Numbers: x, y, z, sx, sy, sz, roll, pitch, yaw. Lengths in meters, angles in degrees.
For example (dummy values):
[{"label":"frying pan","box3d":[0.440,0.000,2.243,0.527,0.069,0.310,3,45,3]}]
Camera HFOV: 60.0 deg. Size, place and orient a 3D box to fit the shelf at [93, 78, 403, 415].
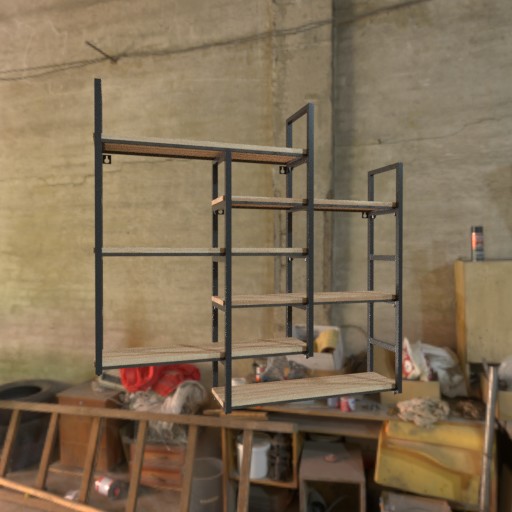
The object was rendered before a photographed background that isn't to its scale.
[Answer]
[{"label":"shelf","box3d":[0.000,0.000,1.379,0.946,0.921,0.183,0,1,-18]}]
